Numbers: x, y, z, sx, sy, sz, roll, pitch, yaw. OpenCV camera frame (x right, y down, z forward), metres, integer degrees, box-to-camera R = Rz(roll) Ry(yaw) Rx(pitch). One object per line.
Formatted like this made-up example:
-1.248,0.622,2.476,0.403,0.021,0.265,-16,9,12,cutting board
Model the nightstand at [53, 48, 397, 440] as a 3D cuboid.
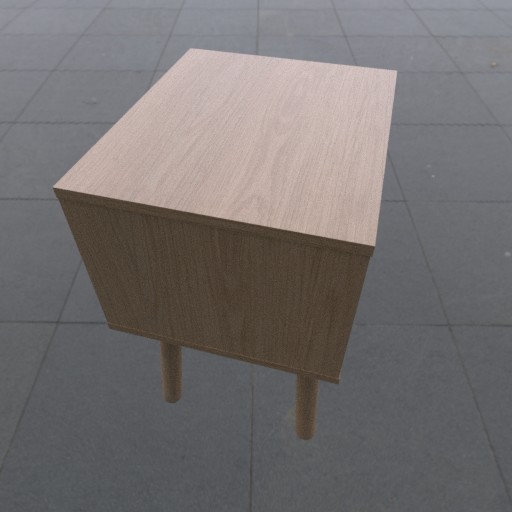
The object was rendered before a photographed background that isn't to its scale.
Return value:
0.000,0.000,0.849,0.380,0.571,0.450,11,46,11,nightstand
